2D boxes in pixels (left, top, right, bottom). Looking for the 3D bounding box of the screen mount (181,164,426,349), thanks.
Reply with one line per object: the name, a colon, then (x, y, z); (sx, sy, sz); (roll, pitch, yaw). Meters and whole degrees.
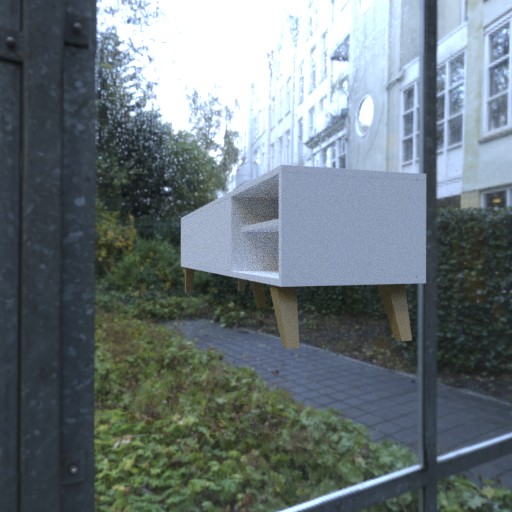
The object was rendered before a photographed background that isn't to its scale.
screen mount: (0.000, 0.000, 1.866); (0.399, 0.432, 1.644); (0, 0, -18)
